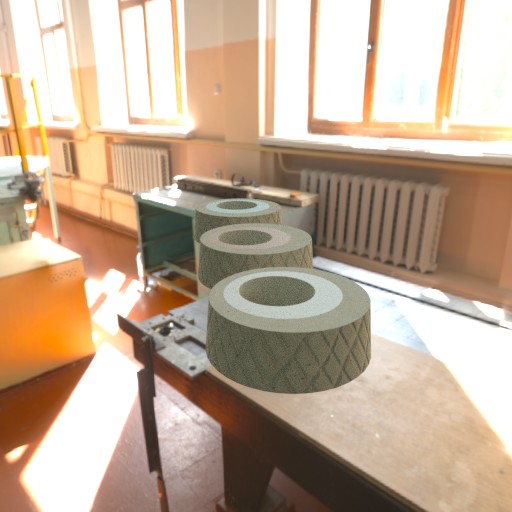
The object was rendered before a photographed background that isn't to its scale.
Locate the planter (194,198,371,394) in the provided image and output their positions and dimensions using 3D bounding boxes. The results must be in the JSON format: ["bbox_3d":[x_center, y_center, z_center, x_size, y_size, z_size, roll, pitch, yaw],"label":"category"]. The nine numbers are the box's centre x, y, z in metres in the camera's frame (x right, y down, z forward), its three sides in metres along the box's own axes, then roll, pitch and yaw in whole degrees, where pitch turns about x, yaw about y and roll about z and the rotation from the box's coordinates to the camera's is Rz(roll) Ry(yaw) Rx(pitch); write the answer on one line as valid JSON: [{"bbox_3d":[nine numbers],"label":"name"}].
[{"bbox_3d":[0.000,0.000,0.432,0.114,0.038,0.390,-3,19,-9],"label":"planter"}]
